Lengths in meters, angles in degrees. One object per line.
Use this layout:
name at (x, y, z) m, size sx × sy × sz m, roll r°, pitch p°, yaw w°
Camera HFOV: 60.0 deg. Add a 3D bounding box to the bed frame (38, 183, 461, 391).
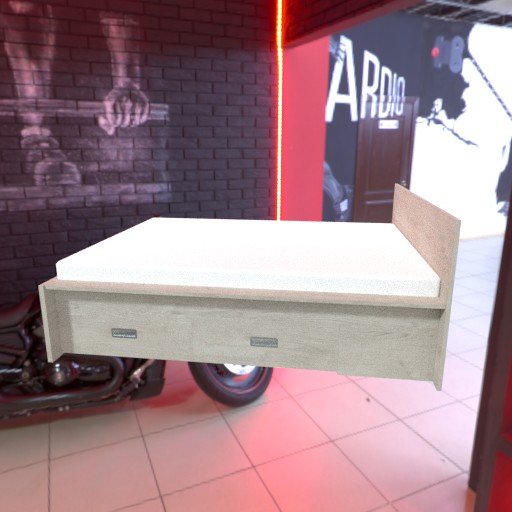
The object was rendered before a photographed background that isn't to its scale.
bed frame at (0.000, 0.000, 2.856) m, size 1.960 × 0.800 × 1.622 m, roll 2°, pitch 15°, yaw 8°
